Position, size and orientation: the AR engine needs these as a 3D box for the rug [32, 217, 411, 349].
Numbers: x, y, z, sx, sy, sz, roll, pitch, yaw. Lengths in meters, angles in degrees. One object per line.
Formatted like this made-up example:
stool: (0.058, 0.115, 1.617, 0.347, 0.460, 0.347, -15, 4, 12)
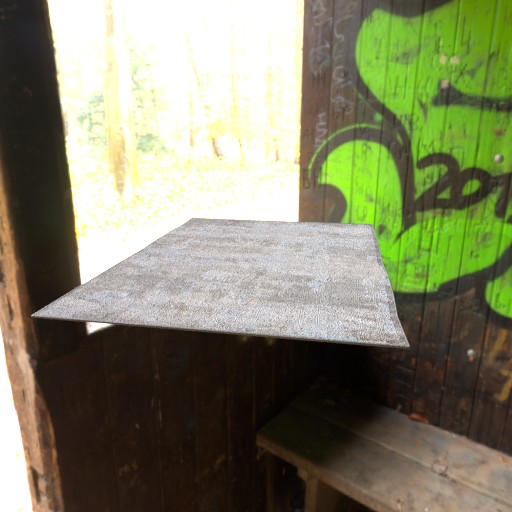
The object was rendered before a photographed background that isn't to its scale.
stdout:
rug: (0.000, 0.000, 4.255, 2.393, 0.013, 3.307, 3, 17, 10)
